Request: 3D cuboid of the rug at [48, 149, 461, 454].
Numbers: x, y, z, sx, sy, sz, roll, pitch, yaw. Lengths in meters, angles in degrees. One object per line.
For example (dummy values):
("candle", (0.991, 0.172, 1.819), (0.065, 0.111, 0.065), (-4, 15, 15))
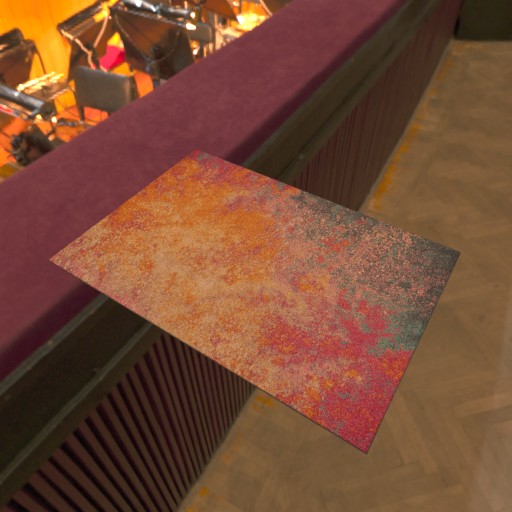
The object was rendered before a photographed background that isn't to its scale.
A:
("rug", (0.000, 0.000, 3.767), (2.896, 0.013, 2.007), (25, 52, 22))
